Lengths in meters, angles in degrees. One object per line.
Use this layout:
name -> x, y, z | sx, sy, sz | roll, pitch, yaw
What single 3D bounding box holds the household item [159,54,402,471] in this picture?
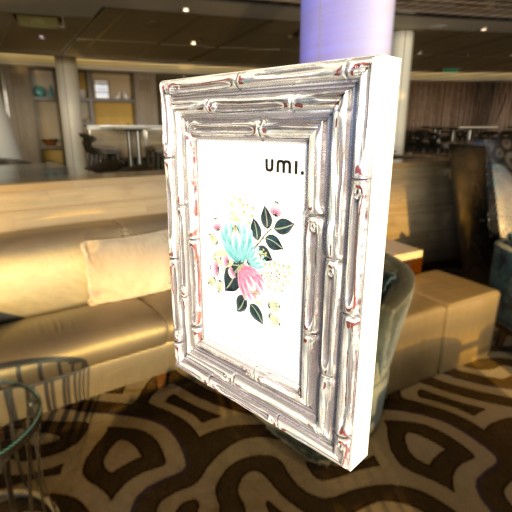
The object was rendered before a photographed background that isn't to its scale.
household item -> 0.000, 0.000, 0.280 | 0.165, 0.216, 0.025 | 15, 22, 42
